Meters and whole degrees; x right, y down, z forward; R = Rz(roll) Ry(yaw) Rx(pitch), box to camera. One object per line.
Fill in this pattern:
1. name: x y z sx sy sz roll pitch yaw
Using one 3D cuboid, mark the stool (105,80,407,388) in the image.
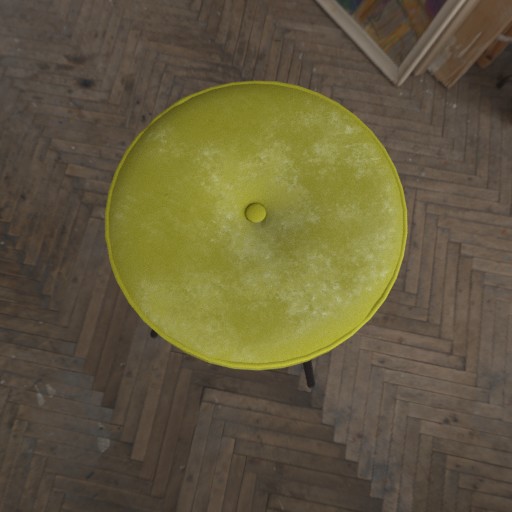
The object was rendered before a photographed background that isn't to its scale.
1. stool: 0.000 0.000 0.825 0.409 0.508 0.409 17 77 4
